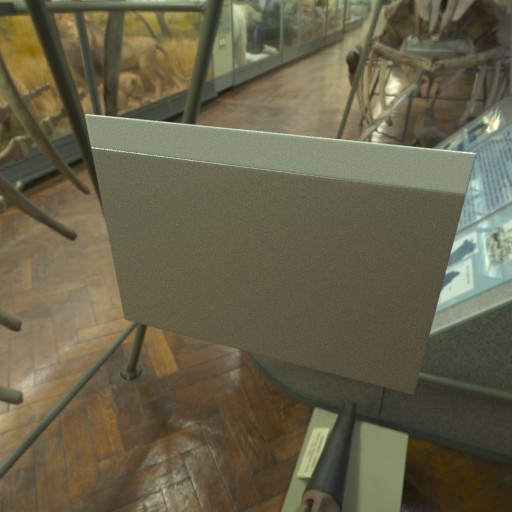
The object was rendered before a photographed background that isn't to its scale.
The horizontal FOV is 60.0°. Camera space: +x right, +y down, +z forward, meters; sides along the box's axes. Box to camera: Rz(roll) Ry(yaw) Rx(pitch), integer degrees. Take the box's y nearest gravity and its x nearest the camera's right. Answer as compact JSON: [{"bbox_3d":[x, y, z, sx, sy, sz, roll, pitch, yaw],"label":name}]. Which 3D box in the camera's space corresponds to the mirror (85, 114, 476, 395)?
[{"bbox_3d":[0.000,0.000,1.112,0.870,0.630,0.030,11,32,17],"label":"mirror"}]
